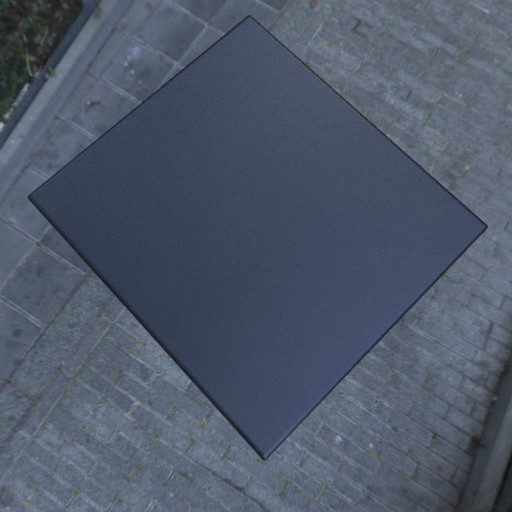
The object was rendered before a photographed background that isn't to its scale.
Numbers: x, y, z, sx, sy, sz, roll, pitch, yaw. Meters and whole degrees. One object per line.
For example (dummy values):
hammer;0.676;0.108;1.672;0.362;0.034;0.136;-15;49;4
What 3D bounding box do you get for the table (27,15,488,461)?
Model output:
table;0.000;0.000;0.900;0.442;0.565;0.488;-43;81;-9
